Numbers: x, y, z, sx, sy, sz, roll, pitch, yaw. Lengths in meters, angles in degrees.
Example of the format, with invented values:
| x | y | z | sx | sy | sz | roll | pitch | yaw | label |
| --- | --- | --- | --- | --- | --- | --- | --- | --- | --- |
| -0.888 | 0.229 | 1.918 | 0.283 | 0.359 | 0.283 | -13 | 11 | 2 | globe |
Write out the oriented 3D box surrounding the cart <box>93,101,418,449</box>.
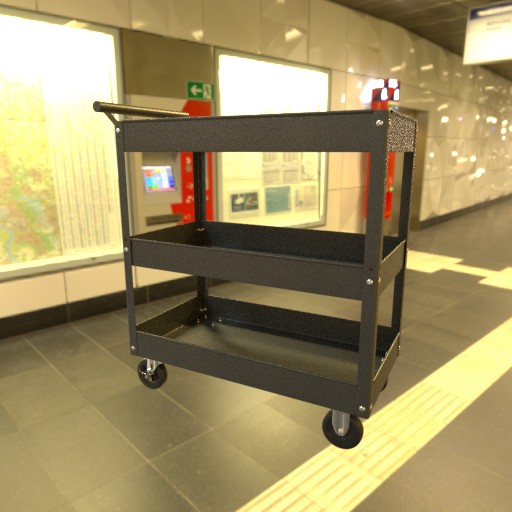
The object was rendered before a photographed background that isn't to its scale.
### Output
| x | y | z | sx | sy | sz | roll | pitch | yaw | label |
| --- | --- | --- | --- | --- | --- | --- | --- | --- | --- |
| 0.000 | 0.000 | 1.173 | 0.719 | 0.780 | 0.366 | 7 | 15 | 27 | cart |
